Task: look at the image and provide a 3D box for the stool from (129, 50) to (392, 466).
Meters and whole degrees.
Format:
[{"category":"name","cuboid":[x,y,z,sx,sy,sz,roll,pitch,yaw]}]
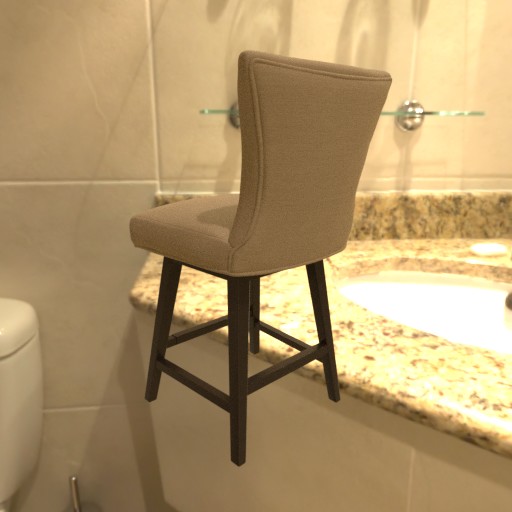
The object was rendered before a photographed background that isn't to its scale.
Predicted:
[{"category":"stool","cuboid":[0.000,0.000,1.289,0.514,1.000,0.574,-14,21,-41]}]
